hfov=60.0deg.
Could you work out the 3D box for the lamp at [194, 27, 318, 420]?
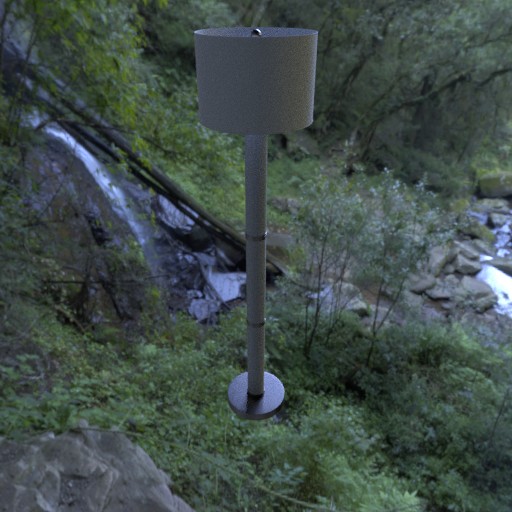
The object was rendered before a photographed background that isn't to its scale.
[{"bbox_3d":[0.000,0.000,1.752,0.377,1.599,0.377,-20,36,-29],"label":"lamp"}]
